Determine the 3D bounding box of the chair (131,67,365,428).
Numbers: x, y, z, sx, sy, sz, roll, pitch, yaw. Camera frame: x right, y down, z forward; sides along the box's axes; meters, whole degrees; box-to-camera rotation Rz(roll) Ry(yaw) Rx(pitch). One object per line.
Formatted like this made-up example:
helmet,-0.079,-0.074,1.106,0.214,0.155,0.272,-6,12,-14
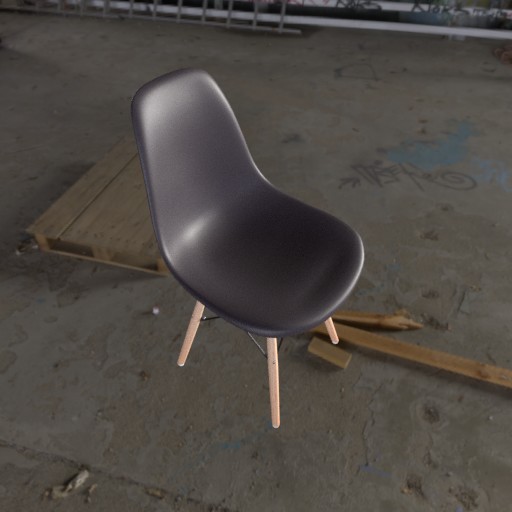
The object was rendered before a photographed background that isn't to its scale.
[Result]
chair,0.000,0.000,1.169,0.533,0.825,0.470,25,48,25
